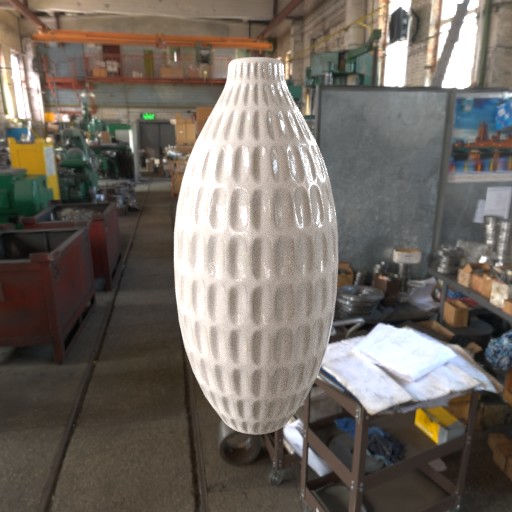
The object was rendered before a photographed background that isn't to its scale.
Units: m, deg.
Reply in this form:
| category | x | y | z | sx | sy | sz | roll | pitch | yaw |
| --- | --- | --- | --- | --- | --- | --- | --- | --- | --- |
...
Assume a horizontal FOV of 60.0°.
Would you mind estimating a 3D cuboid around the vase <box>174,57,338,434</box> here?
| category | x | y | z | sx | sy | sz | roll | pitch | yaw |
| --- | --- | --- | --- | --- | --- | --- | --- | --- | --- |
| vase | 0.000 | 0.000 | 0.347 | 0.127 | 0.282 | 0.127 | 0 | 16 | 0 |
